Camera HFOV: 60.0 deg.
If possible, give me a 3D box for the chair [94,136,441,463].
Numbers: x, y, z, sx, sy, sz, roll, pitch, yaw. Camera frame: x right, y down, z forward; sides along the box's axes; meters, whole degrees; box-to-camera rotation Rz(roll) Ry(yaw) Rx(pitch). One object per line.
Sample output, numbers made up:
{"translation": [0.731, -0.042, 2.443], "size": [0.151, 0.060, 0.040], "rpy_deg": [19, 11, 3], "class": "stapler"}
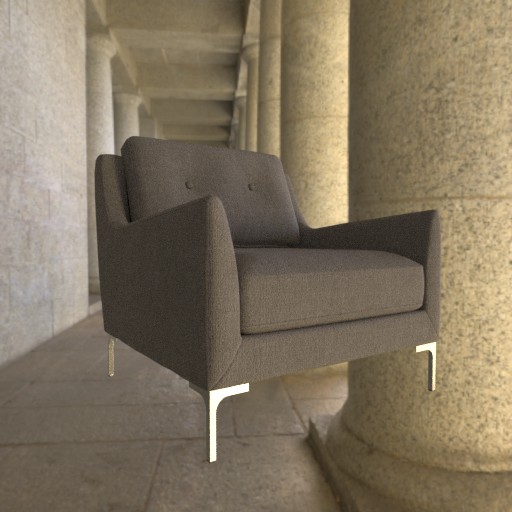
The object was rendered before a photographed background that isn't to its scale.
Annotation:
{"translation": [0.000, 0.000, 1.469], "size": [0.847, 0.828, 0.849], "rpy_deg": [-1, 3, -34], "class": "chair"}
